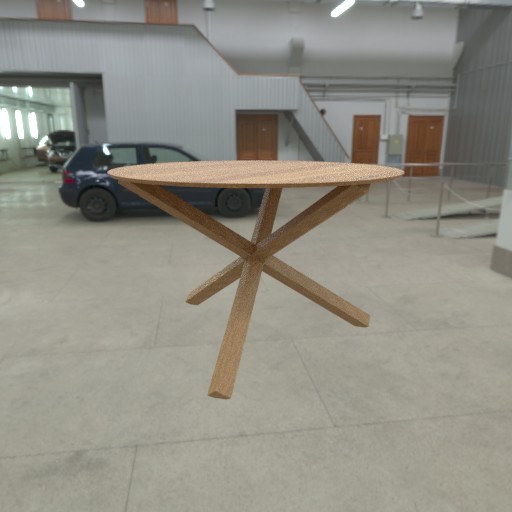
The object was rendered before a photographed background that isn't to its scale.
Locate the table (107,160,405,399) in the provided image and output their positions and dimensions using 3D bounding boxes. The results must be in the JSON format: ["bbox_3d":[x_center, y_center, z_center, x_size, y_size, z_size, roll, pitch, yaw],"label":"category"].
[{"bbox_3d":[0.000,0.000,1.714,1.038,0.666,1.038,0,15,0],"label":"table"}]
